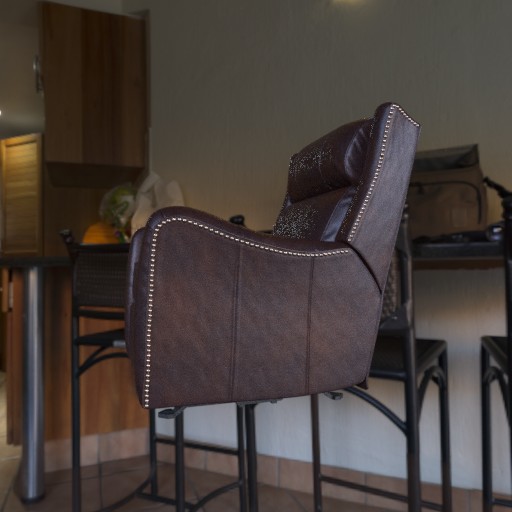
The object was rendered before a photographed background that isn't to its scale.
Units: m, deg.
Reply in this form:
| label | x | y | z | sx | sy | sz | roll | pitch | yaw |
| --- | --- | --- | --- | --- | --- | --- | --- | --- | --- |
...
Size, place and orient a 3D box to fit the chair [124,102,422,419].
| label | x | y | z | sx | sy | sz | roll | pitch | yaw |
| --- | --- | --- | --- | --- | --- | --- | --- | --- | --- |
| chair | 0.000 | 0.000 | 1.822 | 1.008 | 1.084 | 0.869 | 0 | -1 | -19 |
